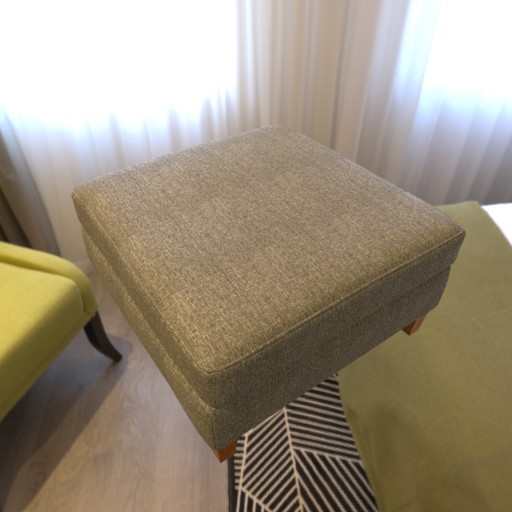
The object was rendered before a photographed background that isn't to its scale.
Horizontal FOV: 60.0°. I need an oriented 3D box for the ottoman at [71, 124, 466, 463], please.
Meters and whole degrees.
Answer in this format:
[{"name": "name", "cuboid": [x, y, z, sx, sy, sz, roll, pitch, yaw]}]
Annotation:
[{"name": "ottoman", "cuboid": [0.000, 0.000, 1.375, 0.838, 0.481, 0.838, -25, 46, -26]}]
